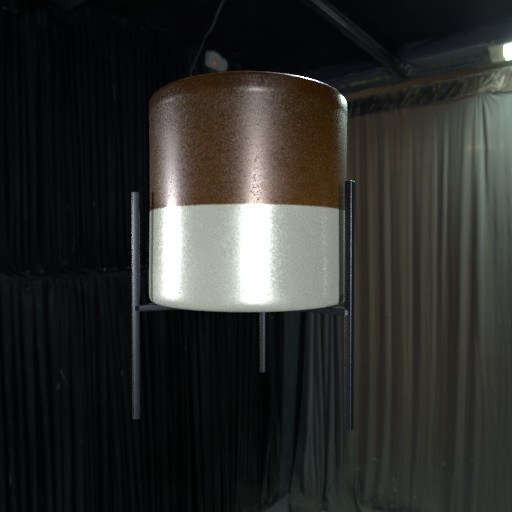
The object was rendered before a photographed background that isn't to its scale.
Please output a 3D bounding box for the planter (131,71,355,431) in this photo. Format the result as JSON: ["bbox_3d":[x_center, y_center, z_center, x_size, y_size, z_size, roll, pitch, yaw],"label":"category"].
[{"bbox_3d":[0.000,0.000,0.561,0.269,0.375,0.255,1,1,37],"label":"planter"}]
